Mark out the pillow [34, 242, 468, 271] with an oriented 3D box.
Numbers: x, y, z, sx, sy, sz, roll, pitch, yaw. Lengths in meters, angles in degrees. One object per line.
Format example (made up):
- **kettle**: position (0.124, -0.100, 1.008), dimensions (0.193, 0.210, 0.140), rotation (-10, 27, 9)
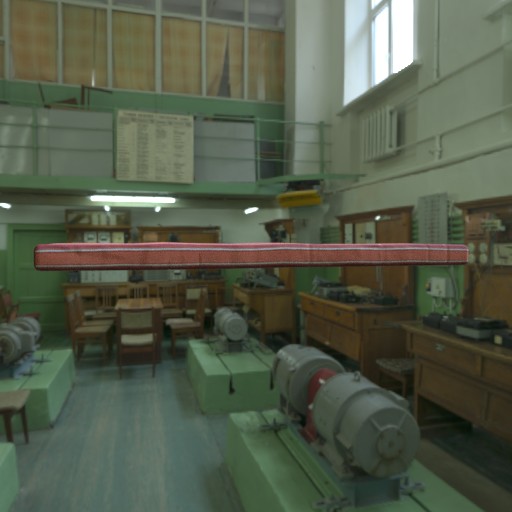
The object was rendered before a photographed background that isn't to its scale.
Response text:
- **pillow**: position (0.000, 0.000, 1.343), dimensions (1.187, 0.081, 0.492), rotation (0, 1, -17)
